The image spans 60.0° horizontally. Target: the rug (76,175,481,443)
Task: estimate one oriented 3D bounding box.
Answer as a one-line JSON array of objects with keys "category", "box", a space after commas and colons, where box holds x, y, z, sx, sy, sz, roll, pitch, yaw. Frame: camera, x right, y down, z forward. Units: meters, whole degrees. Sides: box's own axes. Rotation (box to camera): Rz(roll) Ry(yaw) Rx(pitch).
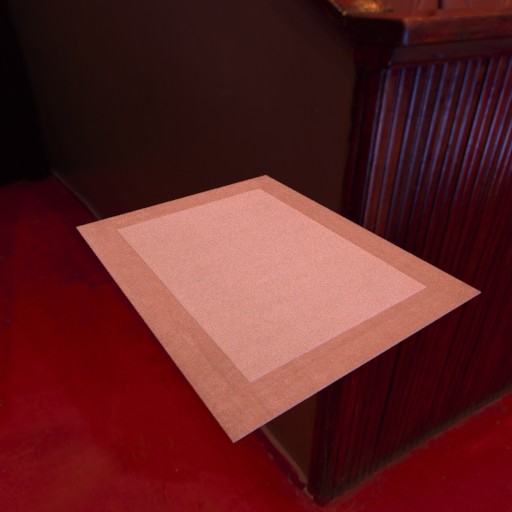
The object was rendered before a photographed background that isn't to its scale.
[{"category": "rug", "box": [0.000, 0.000, 4.149, 2.438, 0.014, 3.048, -21, 38, -29]}]
